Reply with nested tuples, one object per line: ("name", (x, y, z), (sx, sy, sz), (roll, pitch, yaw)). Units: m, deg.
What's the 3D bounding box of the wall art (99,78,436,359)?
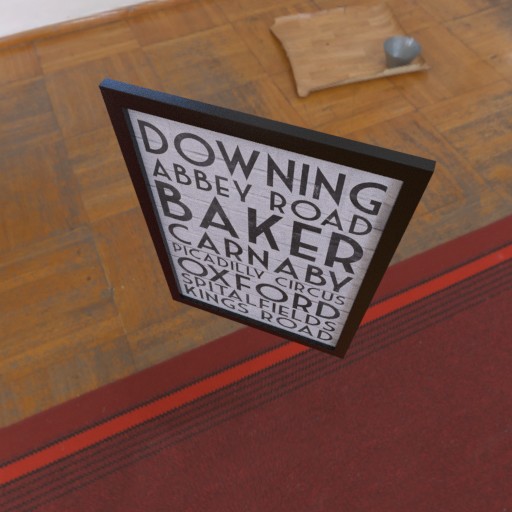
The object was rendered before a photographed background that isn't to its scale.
("wall art", (0.000, 0.000, 0.563), (0.304, 0.432, 0.013), (17, 59, 11))
